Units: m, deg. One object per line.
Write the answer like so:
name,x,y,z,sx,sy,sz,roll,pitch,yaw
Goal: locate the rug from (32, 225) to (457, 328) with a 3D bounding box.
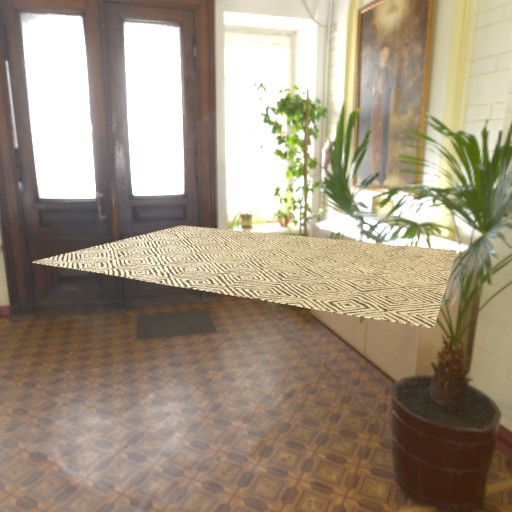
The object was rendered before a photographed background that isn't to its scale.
rug,0.000,0.000,2.182,1.750,0.004,1.177,7,15,26
